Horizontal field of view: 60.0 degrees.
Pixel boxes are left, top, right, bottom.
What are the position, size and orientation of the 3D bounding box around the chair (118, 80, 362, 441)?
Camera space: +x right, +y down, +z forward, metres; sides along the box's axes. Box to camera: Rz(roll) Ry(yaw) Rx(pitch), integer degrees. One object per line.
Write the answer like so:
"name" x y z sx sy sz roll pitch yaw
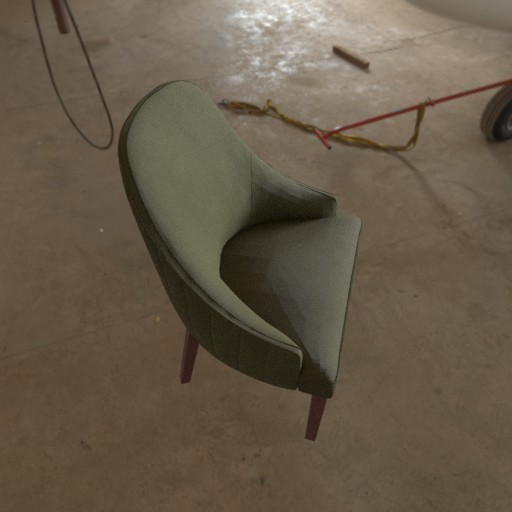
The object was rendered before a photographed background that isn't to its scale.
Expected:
"chair" 0.000 0.000 1.287 0.575 0.889 0.643 11 47 11
